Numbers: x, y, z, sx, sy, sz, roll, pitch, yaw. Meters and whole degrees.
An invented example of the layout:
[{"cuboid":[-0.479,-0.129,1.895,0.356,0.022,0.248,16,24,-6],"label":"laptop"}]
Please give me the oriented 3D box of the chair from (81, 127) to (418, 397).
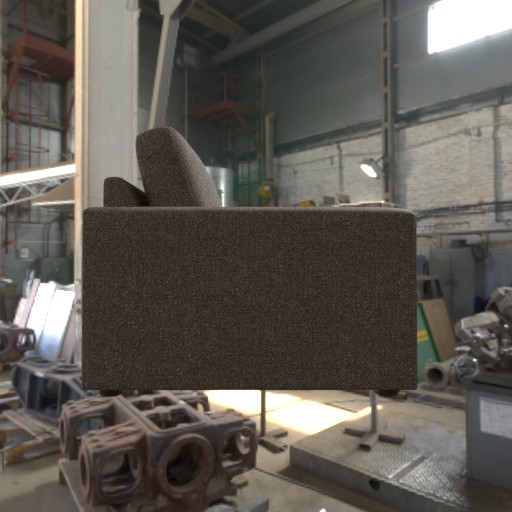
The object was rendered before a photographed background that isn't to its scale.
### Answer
[{"cuboid":[0.000,0.000,1.779,1.016,0.873,1.005,0,-1,0],"label":"chair"}]
